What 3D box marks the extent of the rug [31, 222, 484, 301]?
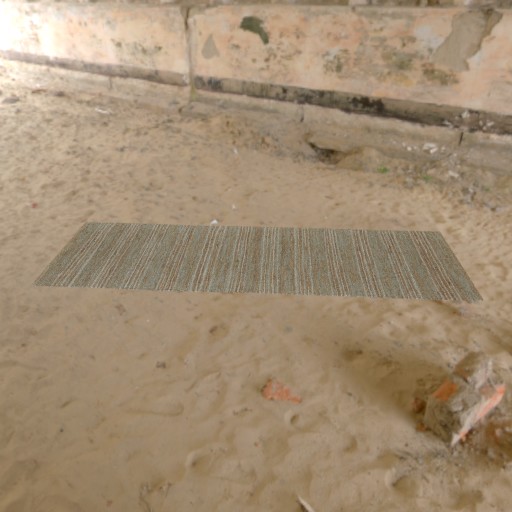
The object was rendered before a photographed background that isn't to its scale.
[{"bbox_3d":[0.000,0.000,2.713,2.438,0.006,0.783,2,31,3],"label":"rug"}]
